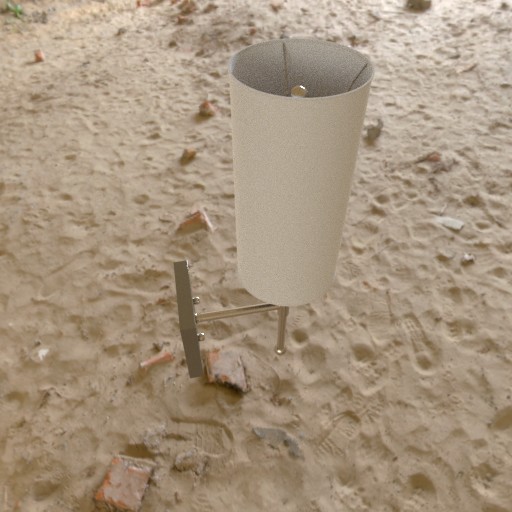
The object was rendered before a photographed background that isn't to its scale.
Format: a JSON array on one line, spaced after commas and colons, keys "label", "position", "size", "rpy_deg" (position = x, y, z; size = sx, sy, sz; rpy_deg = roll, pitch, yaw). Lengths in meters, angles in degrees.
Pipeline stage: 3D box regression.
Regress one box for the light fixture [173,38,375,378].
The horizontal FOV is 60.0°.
[{"label": "light fixture", "position": [0.000, 0.000, 0.548], "size": [0.208, 0.462, 0.128], "rpy_deg": [-8, 46, -8]}]
